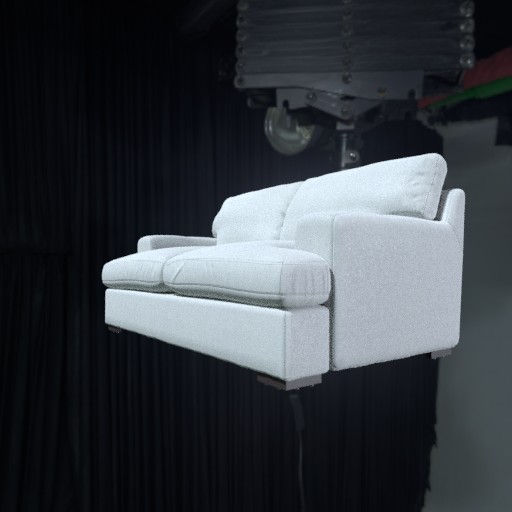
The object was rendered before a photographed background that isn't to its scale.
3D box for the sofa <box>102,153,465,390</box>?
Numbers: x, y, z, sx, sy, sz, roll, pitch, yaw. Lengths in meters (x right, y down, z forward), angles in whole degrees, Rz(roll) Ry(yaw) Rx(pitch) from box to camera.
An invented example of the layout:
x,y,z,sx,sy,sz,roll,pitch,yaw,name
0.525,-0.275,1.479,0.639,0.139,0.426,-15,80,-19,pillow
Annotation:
x,y,z,sx,sy,sz,roll,pitch,yaw,name
0.000,0.000,2.467,1.143,0.940,1.880,1,-2,-37,sofa
